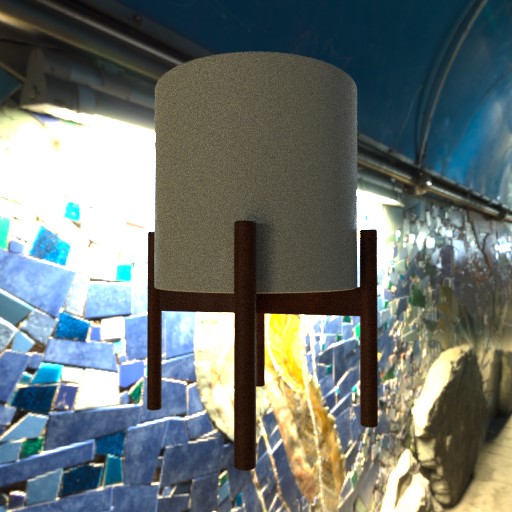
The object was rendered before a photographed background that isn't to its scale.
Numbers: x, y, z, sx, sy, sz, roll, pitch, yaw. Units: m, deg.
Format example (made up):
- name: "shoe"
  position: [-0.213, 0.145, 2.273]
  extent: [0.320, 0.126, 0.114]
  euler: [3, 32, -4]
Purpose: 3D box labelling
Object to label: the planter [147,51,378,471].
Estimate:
- name: "planter"
  position: [0.000, 0.000, 0.934]
  extent: [0.417, 0.670, 0.417]
  euler: [1, -1, -37]
